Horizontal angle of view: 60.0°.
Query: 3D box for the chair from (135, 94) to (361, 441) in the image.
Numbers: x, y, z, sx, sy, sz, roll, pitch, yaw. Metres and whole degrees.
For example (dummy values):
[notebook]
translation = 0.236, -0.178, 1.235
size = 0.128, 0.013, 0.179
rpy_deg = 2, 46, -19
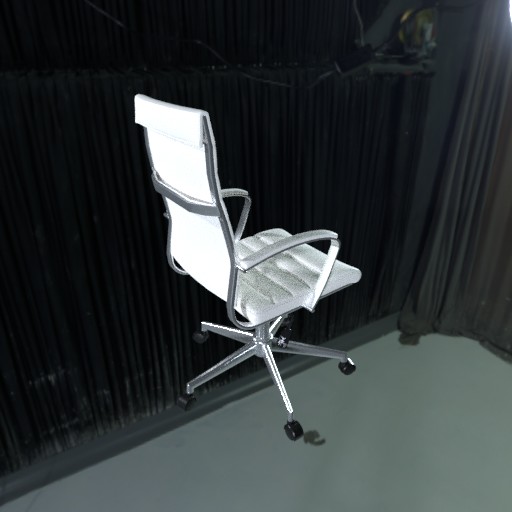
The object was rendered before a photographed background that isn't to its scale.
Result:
[chair]
translation = 0.000, 0.000, 1.665
size = 0.739, 1.149, 0.766
rpy_deg = -17, 31, -31
